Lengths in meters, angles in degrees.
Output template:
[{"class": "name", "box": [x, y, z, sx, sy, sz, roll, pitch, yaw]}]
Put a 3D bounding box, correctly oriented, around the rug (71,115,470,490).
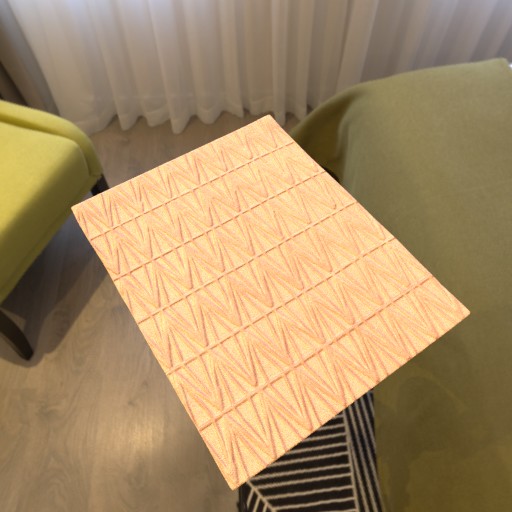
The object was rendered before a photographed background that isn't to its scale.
[{"class": "rug", "box": [0.000, 0.000, 4.136, 2.453, 0.043, 3.052, -30, 62, -17]}]
